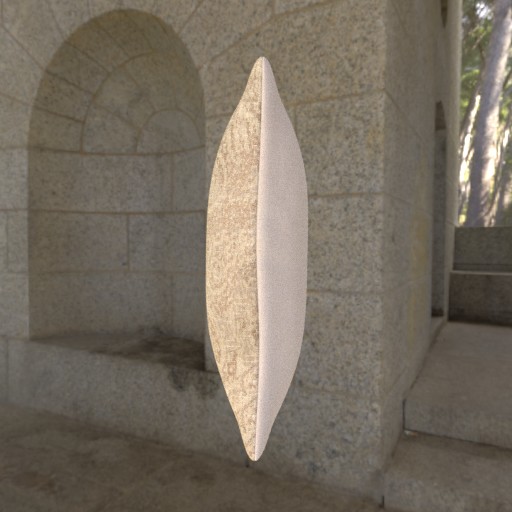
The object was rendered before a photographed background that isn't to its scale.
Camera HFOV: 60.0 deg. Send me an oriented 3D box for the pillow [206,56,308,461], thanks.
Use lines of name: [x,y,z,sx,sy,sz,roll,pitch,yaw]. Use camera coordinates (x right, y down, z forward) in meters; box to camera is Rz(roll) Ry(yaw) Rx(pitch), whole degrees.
pillow: [0.000,0.000,0.815,0.166,0.510,0.523,0,2,-1]
